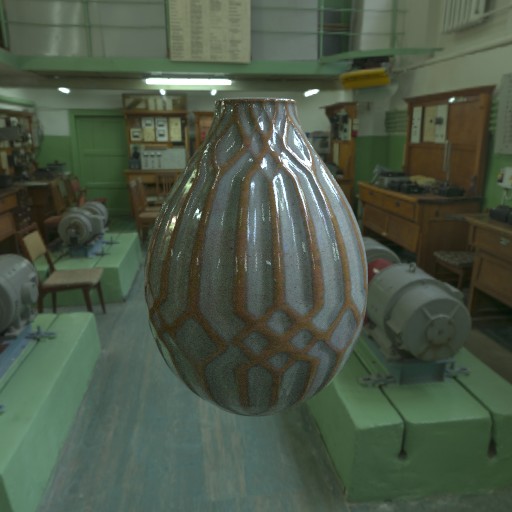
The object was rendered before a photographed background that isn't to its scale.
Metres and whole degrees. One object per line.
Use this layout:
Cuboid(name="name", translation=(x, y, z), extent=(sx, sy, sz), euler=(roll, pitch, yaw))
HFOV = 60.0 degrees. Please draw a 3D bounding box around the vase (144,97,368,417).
Cuboid(name="vase", translation=(0.000, 0.000, 0.263), extent=(0.131, 0.175, 0.131), euler=(0, 16, 0))
